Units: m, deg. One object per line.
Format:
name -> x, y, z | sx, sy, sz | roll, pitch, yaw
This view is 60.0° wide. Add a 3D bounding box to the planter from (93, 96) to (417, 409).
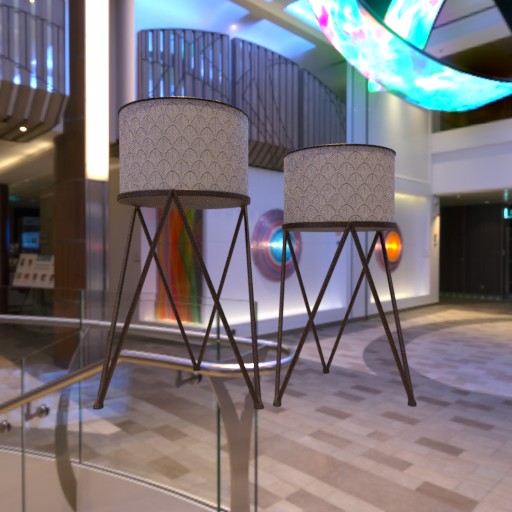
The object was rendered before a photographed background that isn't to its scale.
planter -> 0.000, 0.000, 1.175 | 0.769, 0.712, 0.413 | 0, 1, 0
